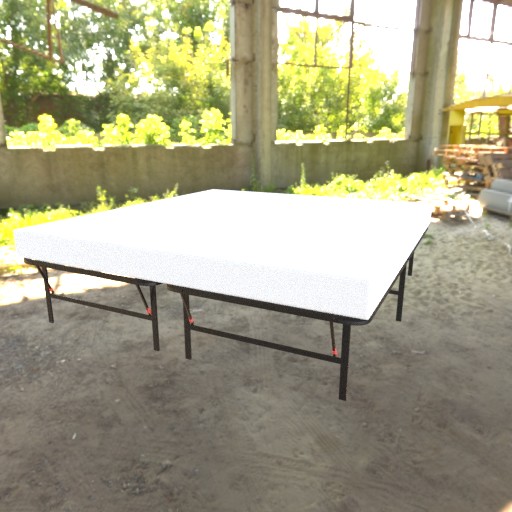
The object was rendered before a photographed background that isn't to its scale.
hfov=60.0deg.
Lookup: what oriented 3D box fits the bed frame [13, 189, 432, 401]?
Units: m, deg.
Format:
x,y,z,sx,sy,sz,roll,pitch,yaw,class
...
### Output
x,y,z,sx,sy,sz,roll,pitch,yaw,class
0.000,0.000,2.931,1.930,0.559,2.032,8,17,26,bed frame
